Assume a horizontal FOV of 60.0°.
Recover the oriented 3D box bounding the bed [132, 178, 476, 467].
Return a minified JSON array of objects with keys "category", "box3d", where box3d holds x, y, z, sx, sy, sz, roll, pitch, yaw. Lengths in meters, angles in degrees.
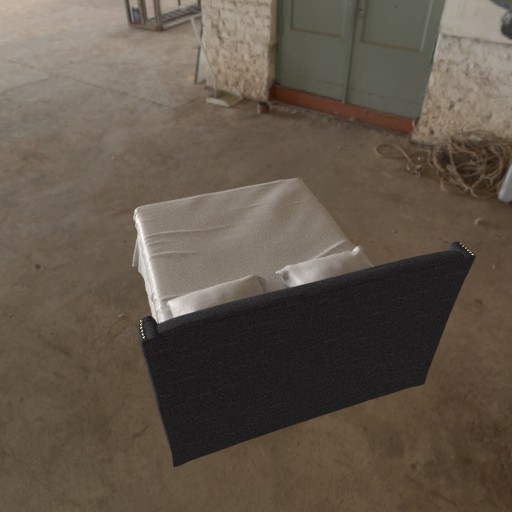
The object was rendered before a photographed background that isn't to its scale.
[{"category":"bed","box3d":[0.000,0.000,3.514,1.925,1.332,2.276,-12,42,-14]}]
